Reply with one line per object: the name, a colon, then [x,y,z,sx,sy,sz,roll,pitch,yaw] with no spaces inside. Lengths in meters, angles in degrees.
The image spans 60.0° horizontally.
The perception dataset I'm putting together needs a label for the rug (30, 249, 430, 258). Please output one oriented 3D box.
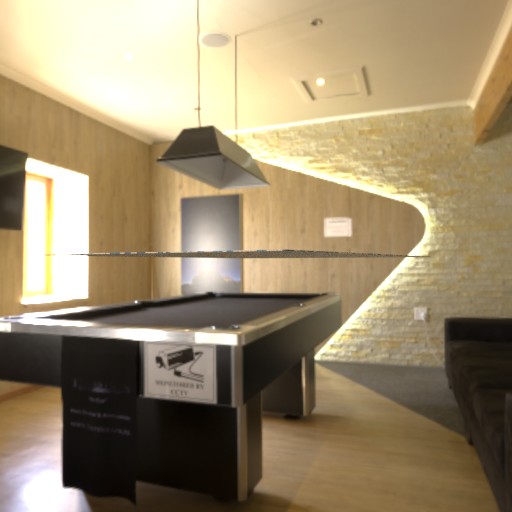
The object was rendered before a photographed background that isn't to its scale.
rug: [0.000,0.000,4.166,2.435,0.007,3.007,-1,-1,35]
